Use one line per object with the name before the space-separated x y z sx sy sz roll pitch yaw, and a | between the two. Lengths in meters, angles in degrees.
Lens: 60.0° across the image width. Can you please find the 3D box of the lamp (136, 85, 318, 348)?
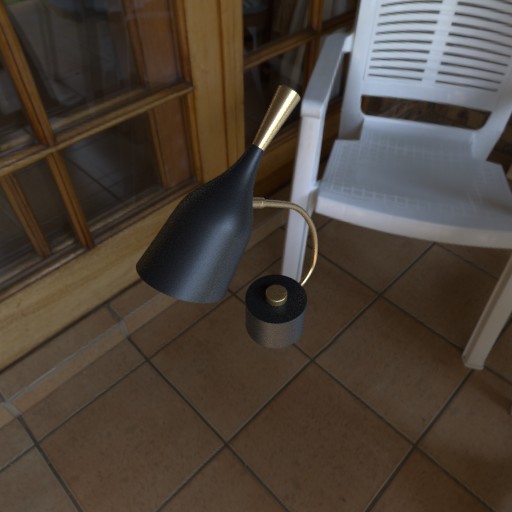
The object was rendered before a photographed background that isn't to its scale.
lamp | 0.000 0.000 0.629 0.110 0.464 0.352 31 55 25
